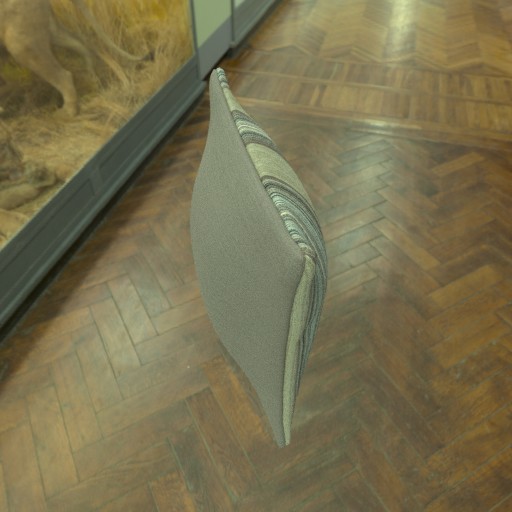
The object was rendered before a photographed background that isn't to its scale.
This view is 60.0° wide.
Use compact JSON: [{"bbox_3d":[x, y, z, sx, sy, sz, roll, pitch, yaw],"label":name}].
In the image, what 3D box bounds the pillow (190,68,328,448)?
[{"bbox_3d":[0.000,0.000,0.686,0.189,0.416,0.435,-10,46,-10],"label":"pillow"}]
